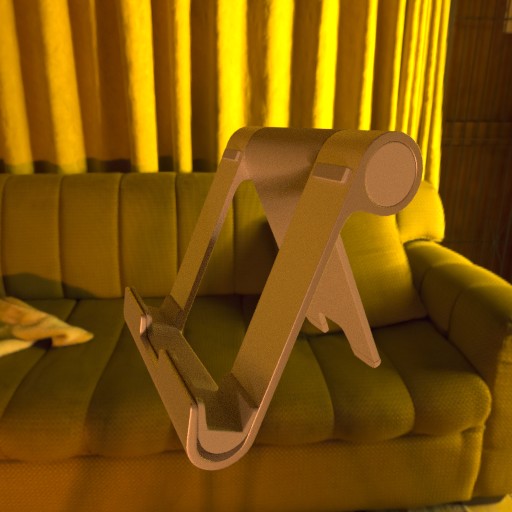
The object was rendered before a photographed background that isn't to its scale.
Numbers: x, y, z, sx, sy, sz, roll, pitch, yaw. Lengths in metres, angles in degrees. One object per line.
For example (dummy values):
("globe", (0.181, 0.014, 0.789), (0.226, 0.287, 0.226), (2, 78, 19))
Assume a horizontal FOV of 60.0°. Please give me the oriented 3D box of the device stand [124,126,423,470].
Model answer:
("device stand", (0.000, 0.000, 0.151), (0.079, 0.084, 0.086), (-8, 19, -24))
